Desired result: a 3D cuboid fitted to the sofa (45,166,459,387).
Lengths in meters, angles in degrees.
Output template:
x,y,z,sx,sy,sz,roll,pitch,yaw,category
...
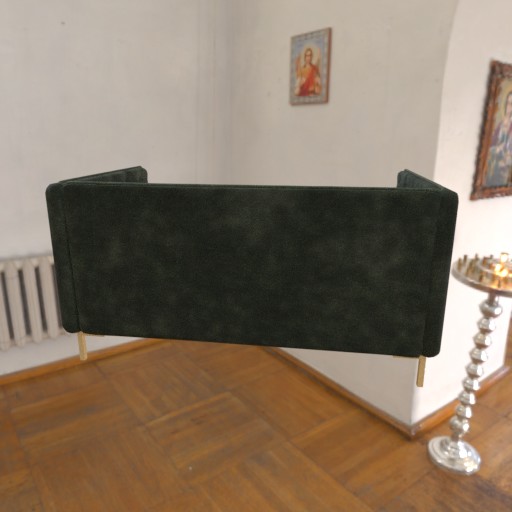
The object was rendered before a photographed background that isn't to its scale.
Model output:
x,y,z,sx,sy,sz,roll,pitch,yaw,category
0.000,0.000,2.093,1.537,0.768,0.895,2,16,8,sofa
